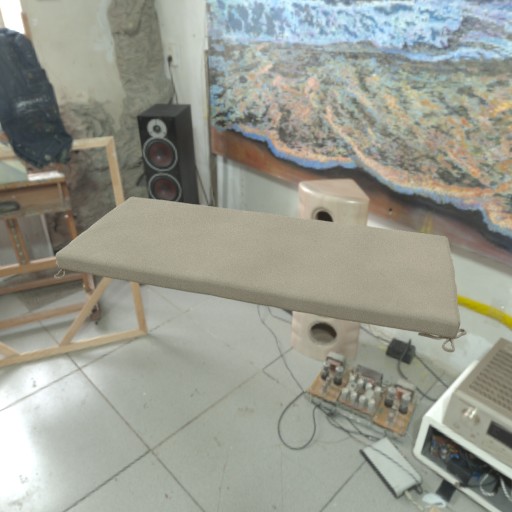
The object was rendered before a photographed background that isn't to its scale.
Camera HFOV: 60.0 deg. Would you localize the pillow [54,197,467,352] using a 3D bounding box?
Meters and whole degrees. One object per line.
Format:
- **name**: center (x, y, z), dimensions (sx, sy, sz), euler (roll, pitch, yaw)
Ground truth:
- **pillow**: center (0.000, 0.000, 1.372), dimensions (1.187, 0.081, 0.492), euler (9, 32, 14)
